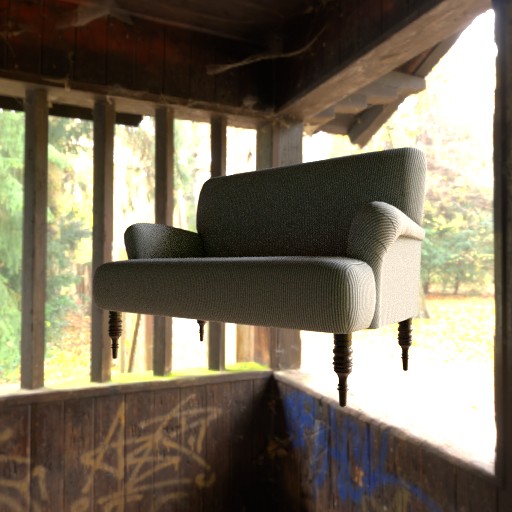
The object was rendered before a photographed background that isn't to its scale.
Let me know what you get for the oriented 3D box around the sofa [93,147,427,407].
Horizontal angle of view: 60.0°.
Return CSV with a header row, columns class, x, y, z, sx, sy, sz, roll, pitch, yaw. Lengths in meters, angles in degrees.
class,x,y,z,sx,sy,sz,roll,pitch,yaw
sofa,0.000,0.000,1.847,1.297,0.889,0.779,-1,-1,37
